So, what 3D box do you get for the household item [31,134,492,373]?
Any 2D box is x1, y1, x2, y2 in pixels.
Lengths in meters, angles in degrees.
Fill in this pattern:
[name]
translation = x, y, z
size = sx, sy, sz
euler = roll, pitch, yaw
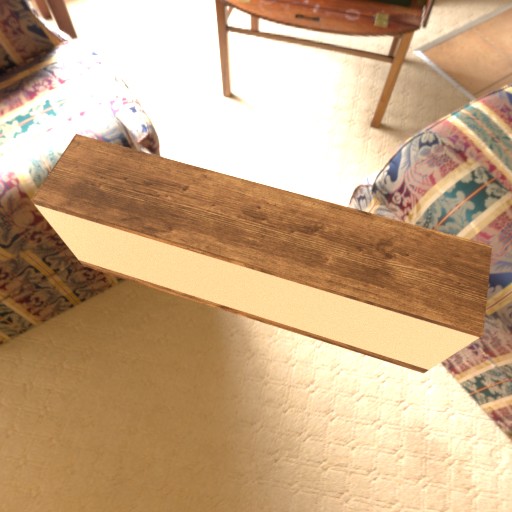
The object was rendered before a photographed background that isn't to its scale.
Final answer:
[household item]
translation = 0.000, 0.000, 2.033
size = 1.800, 0.615, 0.390
euler = 16, 64, 8
